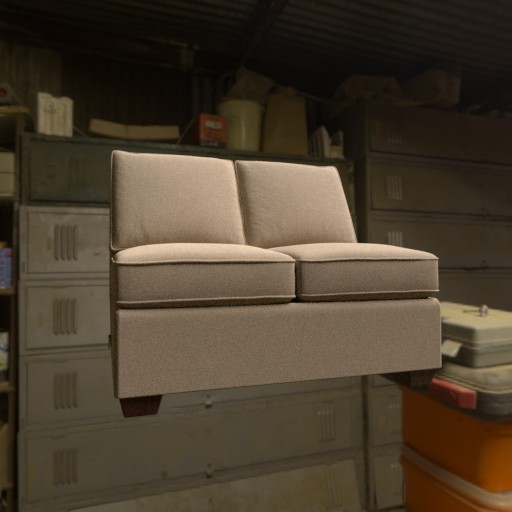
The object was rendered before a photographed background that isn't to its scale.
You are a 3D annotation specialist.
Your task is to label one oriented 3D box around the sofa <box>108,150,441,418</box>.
[{"bbox_3d":[0.000,0.000,1.959,1.237,1.008,0.951,0,-1,-19],"label":"sofa"}]
